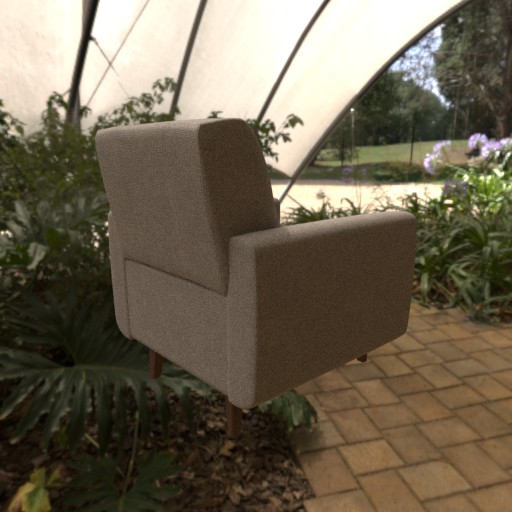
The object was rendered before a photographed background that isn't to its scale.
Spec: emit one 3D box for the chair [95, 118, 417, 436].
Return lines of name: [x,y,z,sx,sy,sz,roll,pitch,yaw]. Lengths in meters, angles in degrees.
chair: [0.000,0.000,1.692,0.942,0.968,0.845,-13,18,-42]
